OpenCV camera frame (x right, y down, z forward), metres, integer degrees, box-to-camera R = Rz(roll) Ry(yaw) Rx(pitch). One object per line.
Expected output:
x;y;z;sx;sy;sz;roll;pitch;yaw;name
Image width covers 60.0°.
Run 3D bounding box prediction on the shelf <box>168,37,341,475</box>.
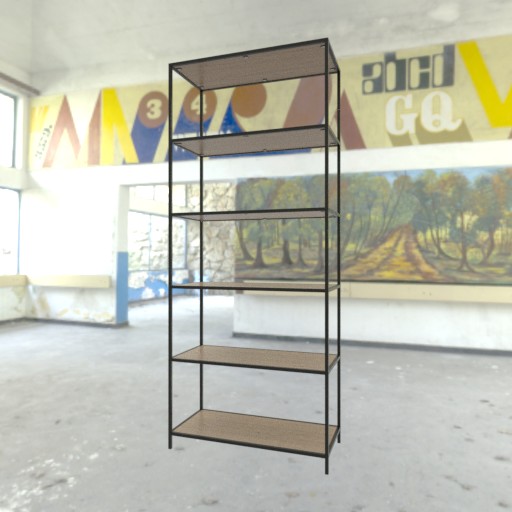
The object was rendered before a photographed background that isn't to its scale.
0.000;0.000;2.166;0.770;1.850;0.350;0;0;19;shelf
